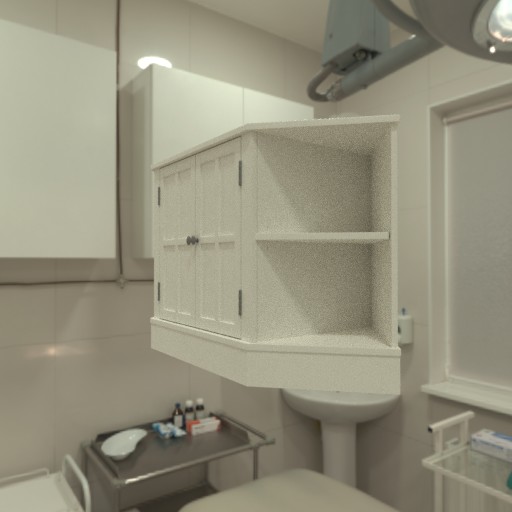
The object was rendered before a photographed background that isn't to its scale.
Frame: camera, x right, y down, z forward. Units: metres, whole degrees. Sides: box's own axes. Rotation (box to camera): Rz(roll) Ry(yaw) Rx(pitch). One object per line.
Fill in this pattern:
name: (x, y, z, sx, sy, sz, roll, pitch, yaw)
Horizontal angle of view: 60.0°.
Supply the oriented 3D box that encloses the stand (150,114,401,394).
stand: (0.000, 0.000, 1.401, 0.477, 0.614, 1.072, 0, -1, -36)
